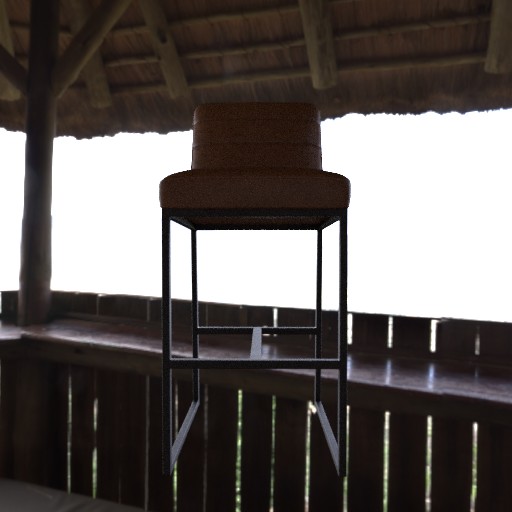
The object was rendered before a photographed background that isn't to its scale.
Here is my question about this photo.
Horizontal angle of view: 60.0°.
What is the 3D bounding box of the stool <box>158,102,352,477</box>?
[{"bbox_3d":[0.000,0.000,1.298,0.458,1.040,0.556,0,1,1],"label":"stool"}]
